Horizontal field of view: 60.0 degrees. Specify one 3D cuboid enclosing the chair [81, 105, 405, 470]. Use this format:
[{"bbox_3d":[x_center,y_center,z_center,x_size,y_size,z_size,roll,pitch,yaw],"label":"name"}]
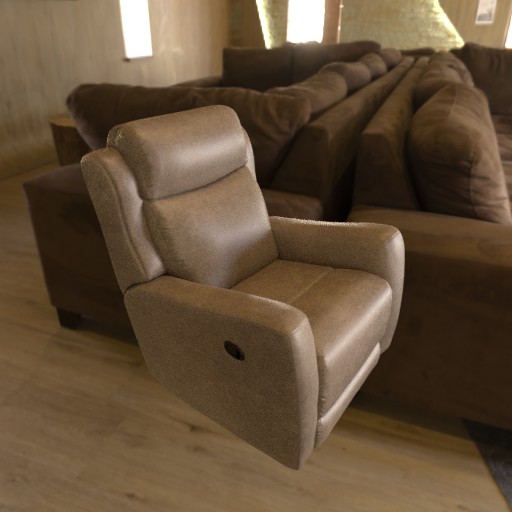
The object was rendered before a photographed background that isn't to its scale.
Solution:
[{"bbox_3d":[0.000,0.000,1.922,1.068,1.116,0.965,19,33,32],"label":"chair"}]
